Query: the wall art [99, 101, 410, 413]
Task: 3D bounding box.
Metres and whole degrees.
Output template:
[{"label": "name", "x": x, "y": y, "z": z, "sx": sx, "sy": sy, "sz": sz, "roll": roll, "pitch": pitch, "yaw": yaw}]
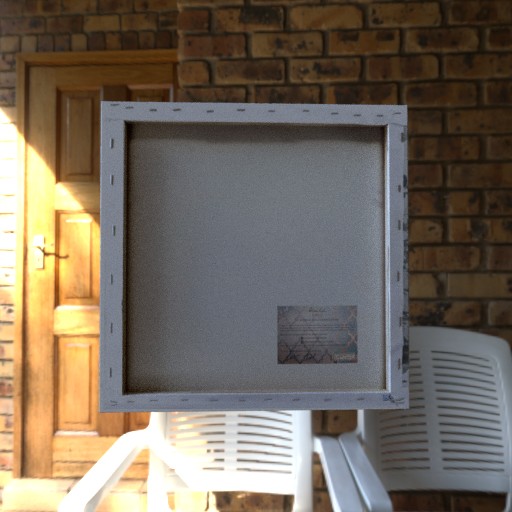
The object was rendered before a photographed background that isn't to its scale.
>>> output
[{"label": "wall art", "x": 0.000, "y": 0.000, "z": 0.890, "sx": 0.609, "sy": 0.607, "sz": 0.036, "roll": 0, "pitch": -1, "yaw": -2}]
